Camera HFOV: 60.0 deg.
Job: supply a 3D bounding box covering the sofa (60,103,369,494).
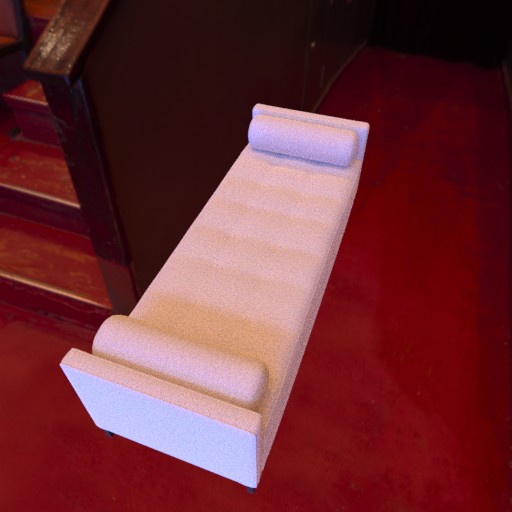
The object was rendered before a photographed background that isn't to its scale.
[{"bbox_3d":[0.000,0.000,2.282,0.746,0.641,1.985,15,48,14],"label":"sofa"}]
